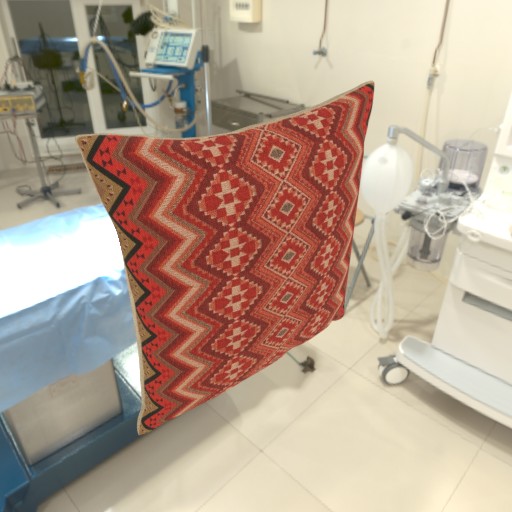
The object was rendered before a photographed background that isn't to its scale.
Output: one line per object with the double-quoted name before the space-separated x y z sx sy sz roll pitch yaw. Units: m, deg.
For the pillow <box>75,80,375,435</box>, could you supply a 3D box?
"pillow" 0.000 0.000 0.755 0.513 0.511 0.158 -22 38 -33
